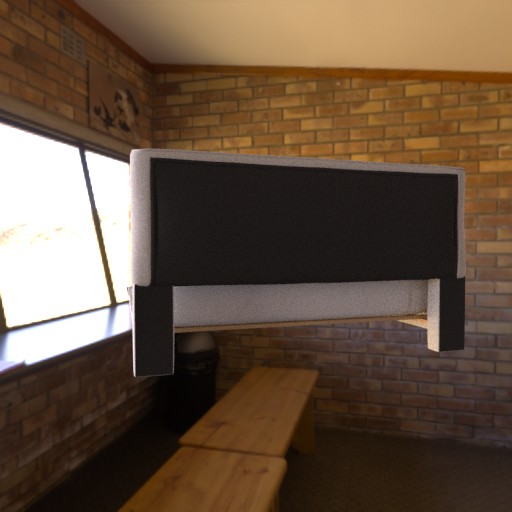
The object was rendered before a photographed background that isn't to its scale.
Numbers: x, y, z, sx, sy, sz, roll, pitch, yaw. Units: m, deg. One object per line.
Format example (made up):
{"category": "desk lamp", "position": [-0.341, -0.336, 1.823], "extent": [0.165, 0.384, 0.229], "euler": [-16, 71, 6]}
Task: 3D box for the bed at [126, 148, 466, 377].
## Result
{"category": "bed", "position": [0.000, 0.000, 3.550], "extent": [1.980, 1.126, 2.498], "euler": [0, 2, -17]}
